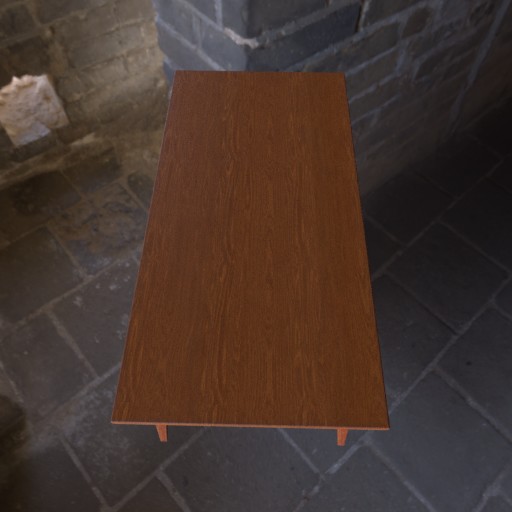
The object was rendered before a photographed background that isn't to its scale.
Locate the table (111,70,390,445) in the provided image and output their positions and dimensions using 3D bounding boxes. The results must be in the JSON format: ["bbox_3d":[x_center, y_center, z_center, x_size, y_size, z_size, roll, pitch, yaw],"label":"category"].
[{"bbox_3d":[0.000,0.000,2.020,0.811,0.755,1.609,1,59,1],"label":"table"}]
